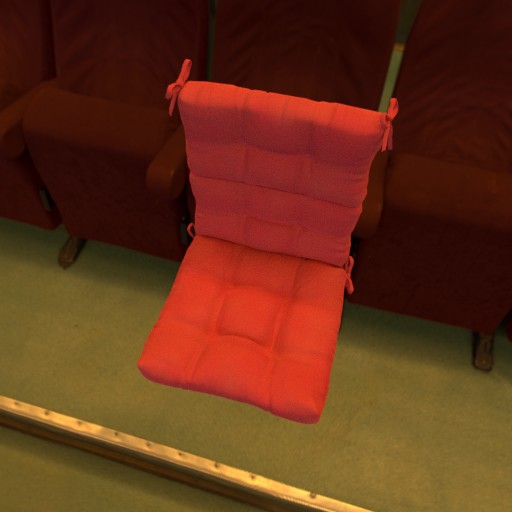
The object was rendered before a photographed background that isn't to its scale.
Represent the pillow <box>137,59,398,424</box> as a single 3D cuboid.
[{"bbox_3d":[0.000,0.000,1.048,0.519,0.605,0.571,13,58,8],"label":"pillow"}]
